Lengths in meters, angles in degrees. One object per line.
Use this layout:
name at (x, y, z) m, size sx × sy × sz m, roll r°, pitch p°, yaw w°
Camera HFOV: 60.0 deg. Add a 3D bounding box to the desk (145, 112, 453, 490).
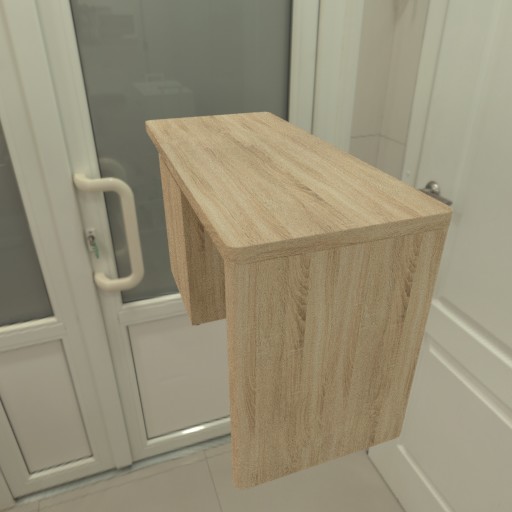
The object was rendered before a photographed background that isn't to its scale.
desk at (0.000, 0.000, 1.608) m, size 0.550 × 0.760 × 1.200 m, roll -10°, pitch 31°, yaw -17°
